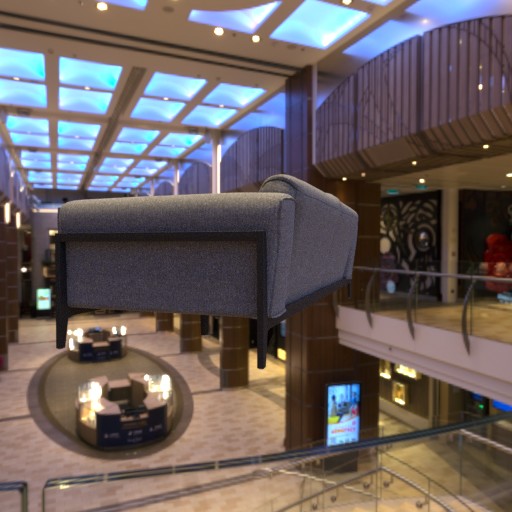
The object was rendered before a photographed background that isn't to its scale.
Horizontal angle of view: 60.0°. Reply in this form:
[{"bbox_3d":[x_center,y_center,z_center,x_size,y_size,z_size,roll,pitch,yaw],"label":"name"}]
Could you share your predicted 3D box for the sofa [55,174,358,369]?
[{"bbox_3d":[0.000,0.000,2.586,0.985,0.703,2.125,0,1,20],"label":"sofa"}]
